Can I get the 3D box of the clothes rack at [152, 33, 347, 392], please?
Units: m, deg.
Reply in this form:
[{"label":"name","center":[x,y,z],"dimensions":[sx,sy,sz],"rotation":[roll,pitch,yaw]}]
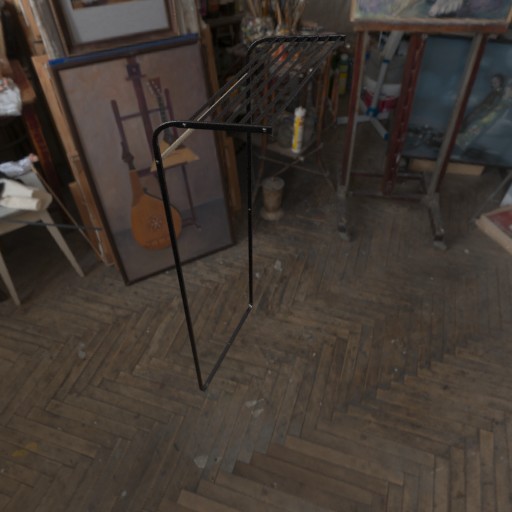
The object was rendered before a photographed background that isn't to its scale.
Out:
[{"label":"clothes rack","center":[0.000,0.000,1.805],"dimensions":[0.349,1.574,0.609],"rotation":[18,49,16]}]
